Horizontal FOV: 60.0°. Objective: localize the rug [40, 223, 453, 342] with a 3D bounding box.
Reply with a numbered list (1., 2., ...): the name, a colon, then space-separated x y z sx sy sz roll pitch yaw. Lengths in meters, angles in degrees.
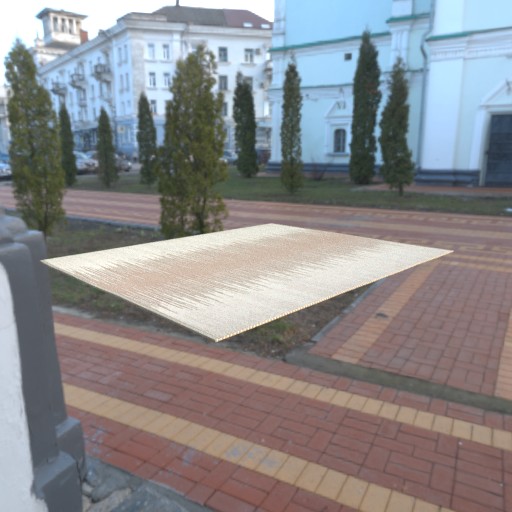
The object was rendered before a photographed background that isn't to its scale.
1. rug: 0.000 0.000 4.141 3.048 0.013 2.438 -13 18 -43
